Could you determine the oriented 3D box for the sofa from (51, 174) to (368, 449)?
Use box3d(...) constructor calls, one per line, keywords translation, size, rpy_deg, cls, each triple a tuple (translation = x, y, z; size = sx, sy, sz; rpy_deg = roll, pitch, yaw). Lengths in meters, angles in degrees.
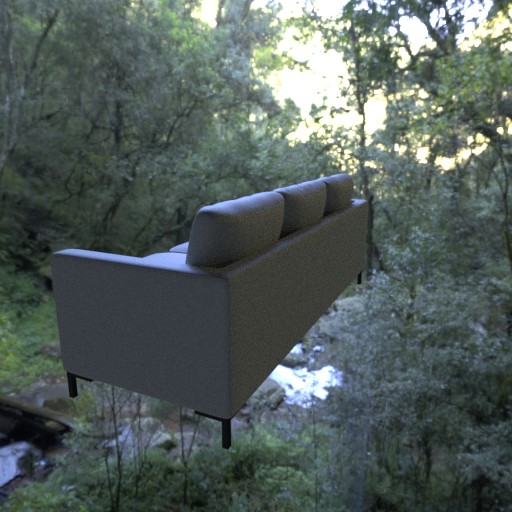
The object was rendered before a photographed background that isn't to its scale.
box3d(translation=(0.000, 0.000, 2.645), size=(0.859, 0.874, 2.218), rpy_deg=(7, 16, 25), cls="sofa")
